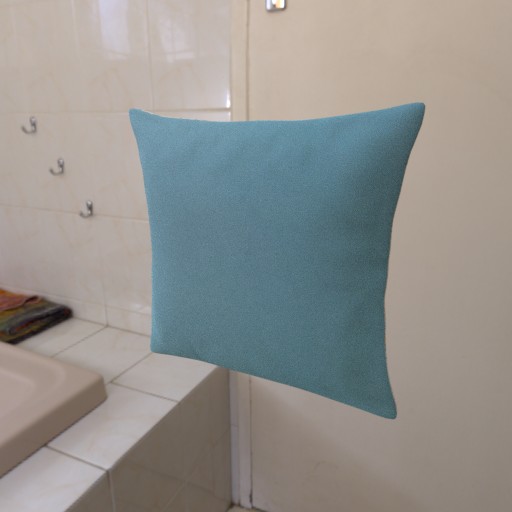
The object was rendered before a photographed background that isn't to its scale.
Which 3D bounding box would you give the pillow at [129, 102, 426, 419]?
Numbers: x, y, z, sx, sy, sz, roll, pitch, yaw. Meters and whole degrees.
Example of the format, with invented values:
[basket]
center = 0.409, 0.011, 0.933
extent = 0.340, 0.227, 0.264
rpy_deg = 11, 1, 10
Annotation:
[pillow]
center = 0.000, 0.000, 0.787
extent = 0.526, 0.507, 0.166
rpy_deg = 8, 18, 26
